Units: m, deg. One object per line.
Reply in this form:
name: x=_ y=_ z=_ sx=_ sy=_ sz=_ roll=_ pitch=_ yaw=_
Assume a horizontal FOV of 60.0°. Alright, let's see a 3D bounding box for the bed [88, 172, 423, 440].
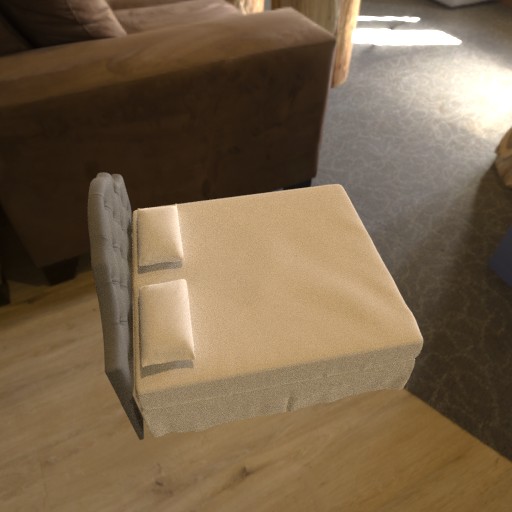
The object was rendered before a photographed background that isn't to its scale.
bed: x=0.000 y=0.000 z=3.598 sx=2.214 sy=1.615 sz=2.008 roll=-8 pitch=48 yaw=-8
